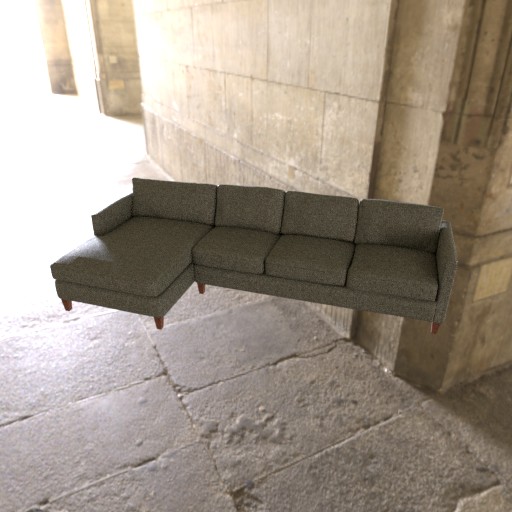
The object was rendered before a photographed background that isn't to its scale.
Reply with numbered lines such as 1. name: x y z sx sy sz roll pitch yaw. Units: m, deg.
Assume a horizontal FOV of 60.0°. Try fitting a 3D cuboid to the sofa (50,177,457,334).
1. sofa: 0.000 0.000 4.213 3.485 0.960 1.635 8 28 16
